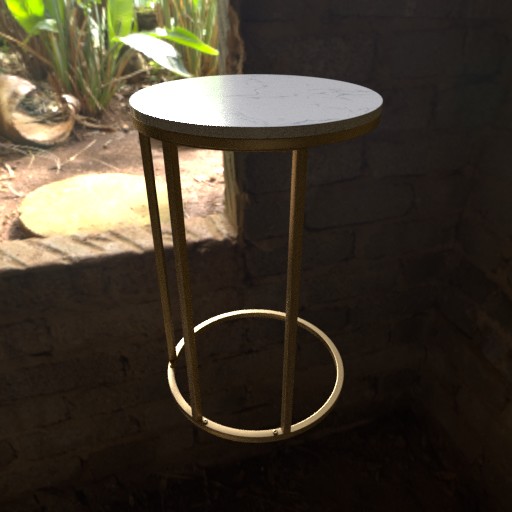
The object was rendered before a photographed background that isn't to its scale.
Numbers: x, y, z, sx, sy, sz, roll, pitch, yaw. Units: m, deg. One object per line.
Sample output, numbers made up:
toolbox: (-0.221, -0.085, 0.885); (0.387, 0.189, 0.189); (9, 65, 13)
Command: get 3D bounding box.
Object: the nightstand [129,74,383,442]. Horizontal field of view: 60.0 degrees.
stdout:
nightstand: (0.000, 0.000, 0.874); (0.400, 0.610, 0.400); (22, 37, 32)
